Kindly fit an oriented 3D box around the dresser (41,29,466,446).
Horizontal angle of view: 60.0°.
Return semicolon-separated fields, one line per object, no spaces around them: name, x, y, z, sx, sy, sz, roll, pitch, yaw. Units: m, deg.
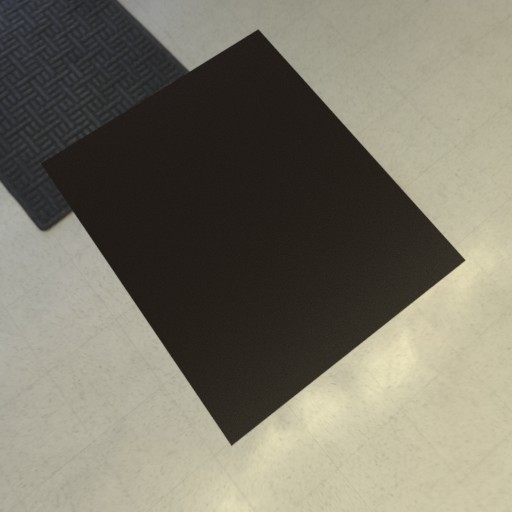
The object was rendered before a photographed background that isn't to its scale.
dresser;0.000;0.000;0.755;0.360;0.470;0.400;-36;78;-9
